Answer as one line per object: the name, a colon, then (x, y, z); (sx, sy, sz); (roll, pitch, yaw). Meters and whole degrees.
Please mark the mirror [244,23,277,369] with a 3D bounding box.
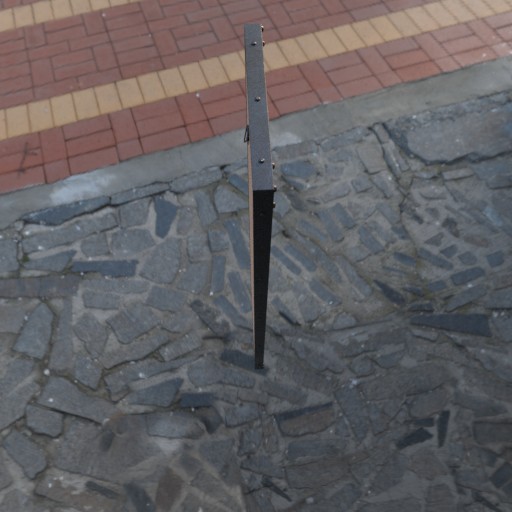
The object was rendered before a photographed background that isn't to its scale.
mirror: (0.000, 0.000, 1.161); (0.042, 1.080, 0.354); (-2, 63, -1)
